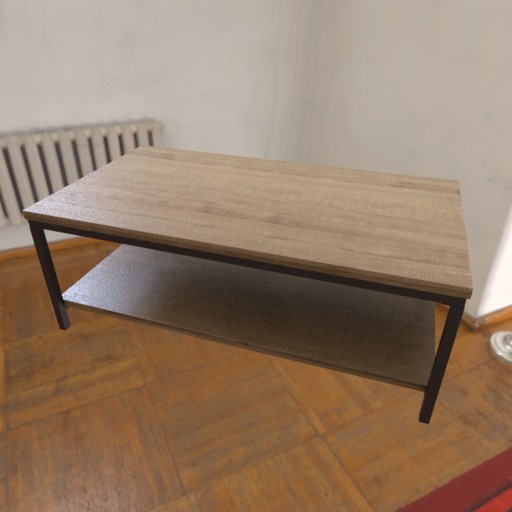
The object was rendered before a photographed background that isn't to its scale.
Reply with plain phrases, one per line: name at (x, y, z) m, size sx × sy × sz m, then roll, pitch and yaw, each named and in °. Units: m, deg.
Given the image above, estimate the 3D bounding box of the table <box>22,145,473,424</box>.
table at (0.000, 0.000, 1.316) m, size 1.062 × 0.393 × 0.574 m, roll 10°, pitch 33°, yaw 16°
